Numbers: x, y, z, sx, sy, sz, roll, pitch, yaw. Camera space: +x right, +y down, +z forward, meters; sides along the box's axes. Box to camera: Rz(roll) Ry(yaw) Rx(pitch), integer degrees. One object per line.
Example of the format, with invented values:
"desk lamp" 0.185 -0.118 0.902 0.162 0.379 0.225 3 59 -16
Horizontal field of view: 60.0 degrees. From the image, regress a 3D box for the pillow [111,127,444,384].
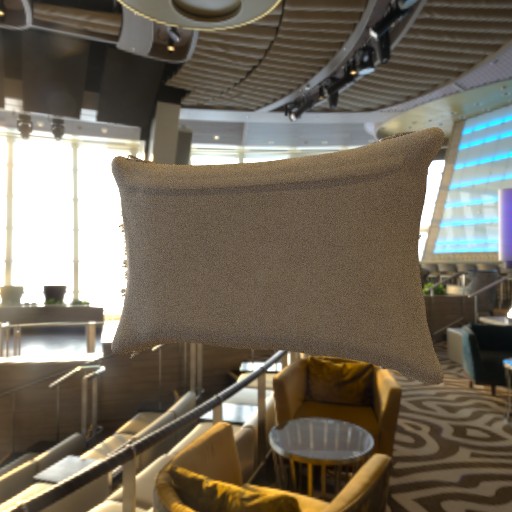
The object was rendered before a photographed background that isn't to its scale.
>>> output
"pillow" 0.000 0.000 0.593 0.466 0.305 0.084 0 -1 20
